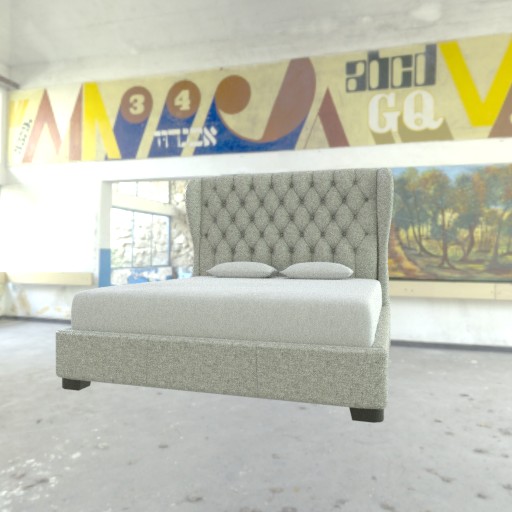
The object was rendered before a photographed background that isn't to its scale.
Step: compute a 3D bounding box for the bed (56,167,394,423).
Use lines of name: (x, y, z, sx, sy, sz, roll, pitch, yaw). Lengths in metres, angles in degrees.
bed: (0.000, 0.000, 3.743, 2.219, 1.771, 2.347, 0, 0, 17)
